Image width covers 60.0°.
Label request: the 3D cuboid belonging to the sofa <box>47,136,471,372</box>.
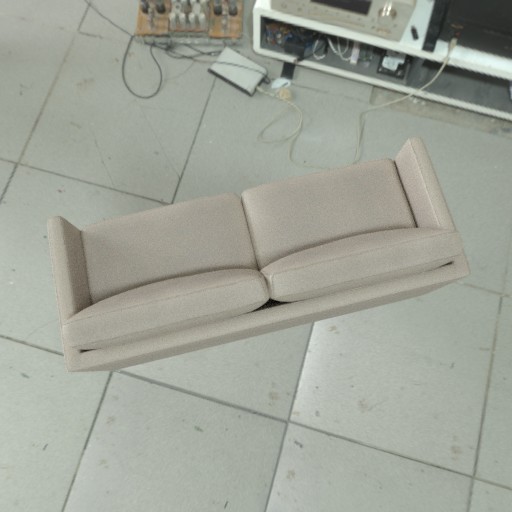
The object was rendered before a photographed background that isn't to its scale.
[{"bbox_3d":[0.000,0.000,2.846,2.361,0.968,0.951,-13,76,-3],"label":"sofa"}]
